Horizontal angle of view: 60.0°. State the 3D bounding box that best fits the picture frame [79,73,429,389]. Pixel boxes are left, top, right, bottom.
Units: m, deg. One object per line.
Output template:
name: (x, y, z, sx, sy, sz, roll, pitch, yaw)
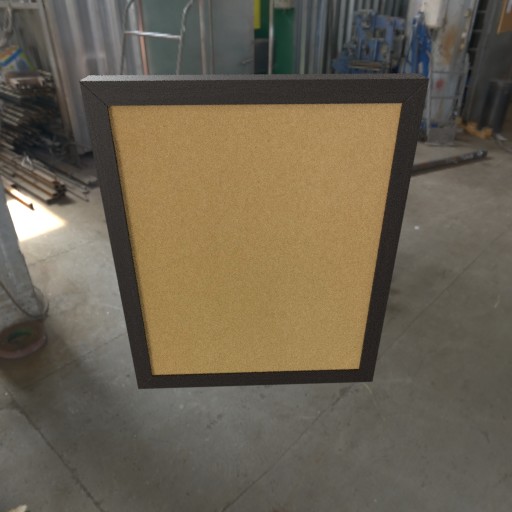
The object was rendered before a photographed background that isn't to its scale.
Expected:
picture frame: (0.000, 0.000, 0.733, 0.452, 0.555, 0.044, -1, 31, -2)
